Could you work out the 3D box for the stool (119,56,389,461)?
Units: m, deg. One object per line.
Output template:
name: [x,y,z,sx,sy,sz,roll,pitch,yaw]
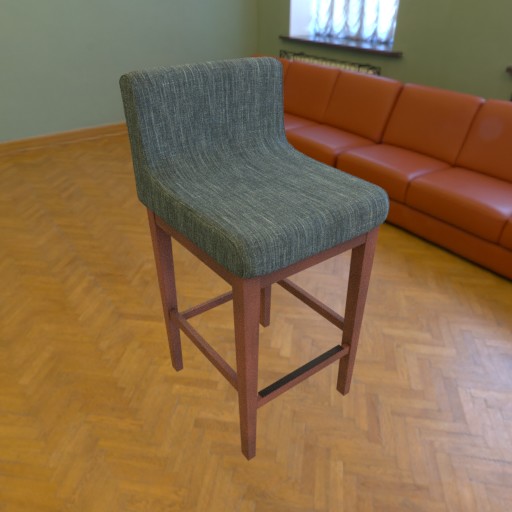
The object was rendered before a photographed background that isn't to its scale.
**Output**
stool: [0.000,0.000,1.082,0.395,0.835,0.459,-21,38,-31]
